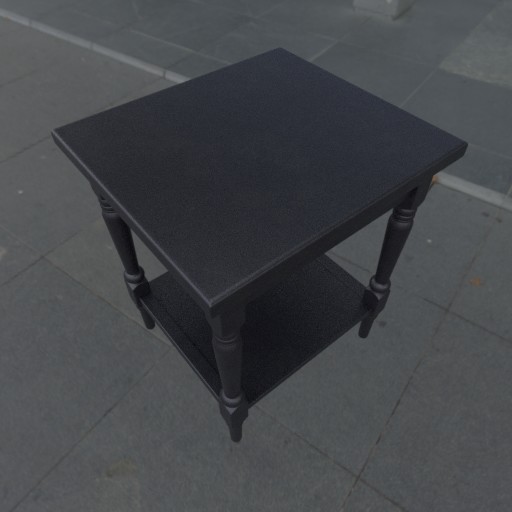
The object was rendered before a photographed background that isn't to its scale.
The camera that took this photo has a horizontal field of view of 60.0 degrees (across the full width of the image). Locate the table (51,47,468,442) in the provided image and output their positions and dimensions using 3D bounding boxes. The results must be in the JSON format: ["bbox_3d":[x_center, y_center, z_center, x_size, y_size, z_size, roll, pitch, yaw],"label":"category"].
[{"bbox_3d":[0.000,0.000,0.903,0.488,0.565,0.442,-31,55,-25],"label":"table"}]
